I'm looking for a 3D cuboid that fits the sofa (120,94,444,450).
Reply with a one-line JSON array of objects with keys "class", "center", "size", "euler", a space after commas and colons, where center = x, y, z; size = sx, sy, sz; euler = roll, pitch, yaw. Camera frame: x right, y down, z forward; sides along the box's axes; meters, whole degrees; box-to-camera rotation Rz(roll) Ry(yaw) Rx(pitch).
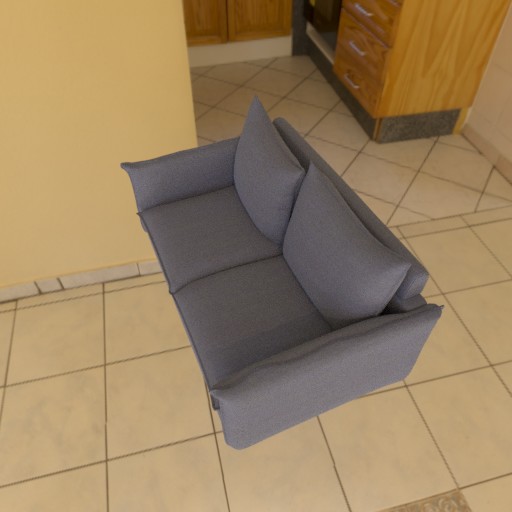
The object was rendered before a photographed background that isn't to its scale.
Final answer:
[{"class": "sofa", "center": [0.000, 0.000, 1.891], "size": [0.820, 0.840, 1.300], "euler": [-18, 49, -16]}]
